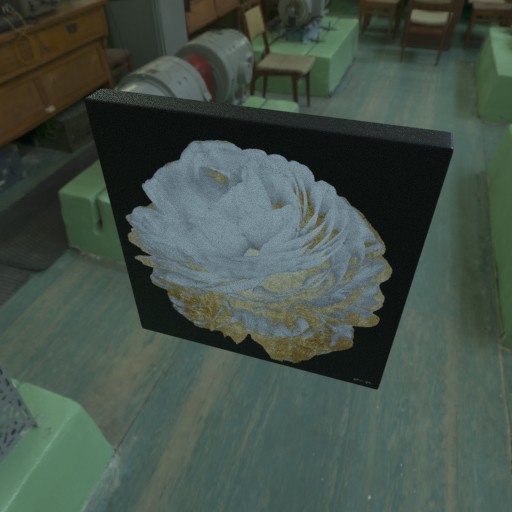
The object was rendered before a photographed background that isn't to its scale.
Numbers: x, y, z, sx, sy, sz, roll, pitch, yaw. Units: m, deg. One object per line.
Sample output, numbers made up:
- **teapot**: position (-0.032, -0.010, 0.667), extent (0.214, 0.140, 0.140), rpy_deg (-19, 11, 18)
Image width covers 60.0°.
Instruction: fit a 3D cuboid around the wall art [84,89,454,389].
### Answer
- **wall art**: position (0.000, 0.000, 0.611), extent (0.406, 0.407, 0.041), rpy_deg (12, 42, 13)
